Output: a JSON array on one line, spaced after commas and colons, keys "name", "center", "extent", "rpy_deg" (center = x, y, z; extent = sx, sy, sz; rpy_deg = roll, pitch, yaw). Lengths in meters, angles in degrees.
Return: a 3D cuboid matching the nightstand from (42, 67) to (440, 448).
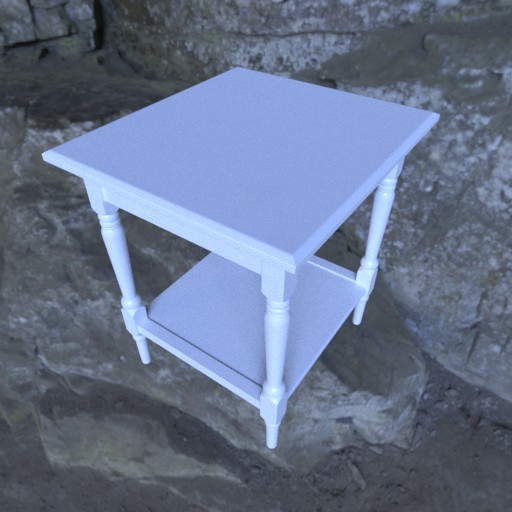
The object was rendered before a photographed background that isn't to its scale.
[{"name": "nightstand", "center": [0.000, 0.000, 0.920], "extent": [0.459, 0.555, 0.505], "rpy_deg": [24, 46, 26]}]
